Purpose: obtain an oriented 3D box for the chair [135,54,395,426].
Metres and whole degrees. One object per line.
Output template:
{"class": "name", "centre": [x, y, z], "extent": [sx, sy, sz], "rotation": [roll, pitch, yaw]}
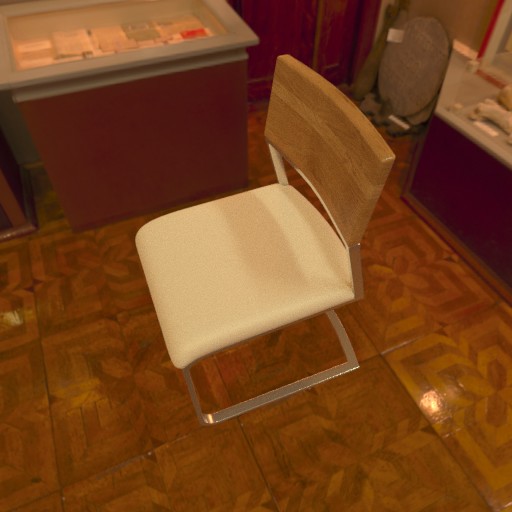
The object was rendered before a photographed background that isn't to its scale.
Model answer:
{"class": "chair", "centre": [0.000, 0.000, 1.198], "extent": [0.585, 0.844, 0.467], "rotation": [-16, 49, -15]}
